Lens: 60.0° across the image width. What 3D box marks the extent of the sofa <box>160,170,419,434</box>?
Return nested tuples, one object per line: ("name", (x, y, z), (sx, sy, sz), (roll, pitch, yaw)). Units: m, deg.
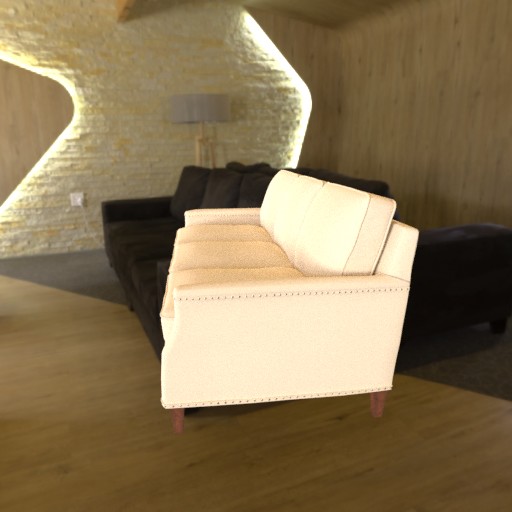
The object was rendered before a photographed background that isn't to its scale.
("sofa", (0.000, 0.000, 2.857), (1.084, 1.003, 2.246), (-2, 14, -7))
